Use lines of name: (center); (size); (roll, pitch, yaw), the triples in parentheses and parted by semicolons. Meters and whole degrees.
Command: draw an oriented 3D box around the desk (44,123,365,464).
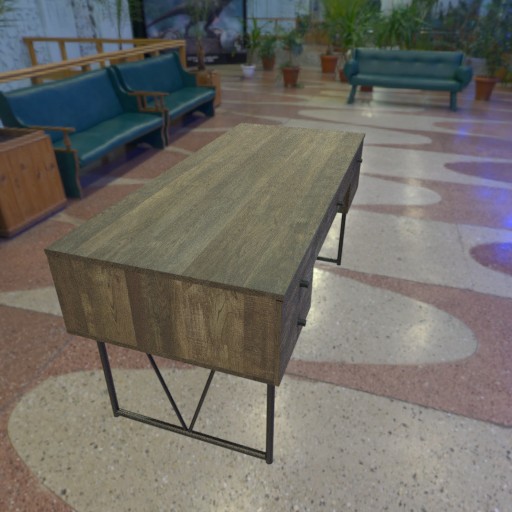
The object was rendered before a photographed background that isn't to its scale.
desk: (0.000, 0.000, 2.011); (0.730, 0.780, 1.600); (10, 31, 16)
